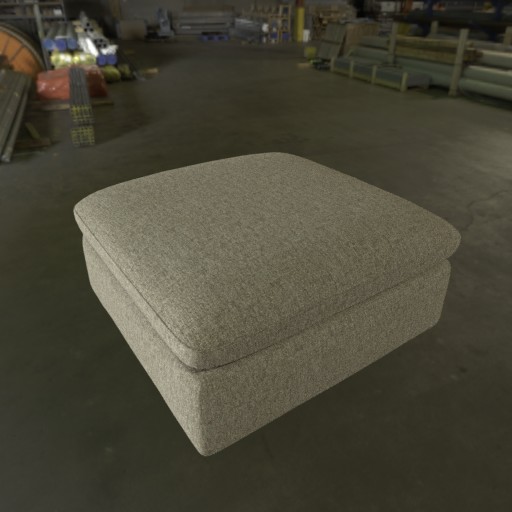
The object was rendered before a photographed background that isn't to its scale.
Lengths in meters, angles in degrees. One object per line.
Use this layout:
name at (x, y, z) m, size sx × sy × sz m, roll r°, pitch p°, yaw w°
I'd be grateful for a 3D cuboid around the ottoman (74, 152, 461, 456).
ottoman at (0.000, 0.000, 1.650) m, size 1.039 × 0.526 × 1.035 m, roll -20°, pitch 36°, yaw -29°
